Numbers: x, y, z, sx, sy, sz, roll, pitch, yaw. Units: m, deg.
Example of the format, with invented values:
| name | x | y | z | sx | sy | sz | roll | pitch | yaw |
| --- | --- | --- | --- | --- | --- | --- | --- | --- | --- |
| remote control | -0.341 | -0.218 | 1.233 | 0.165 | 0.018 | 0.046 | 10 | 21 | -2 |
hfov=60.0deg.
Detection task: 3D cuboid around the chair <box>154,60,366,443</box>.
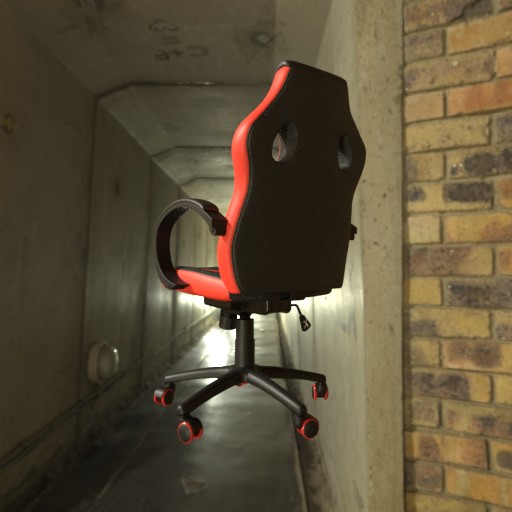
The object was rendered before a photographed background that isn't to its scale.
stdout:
| name | x | y | z | sx | sy | sz | roll | pitch | yaw |
| --- | --- | --- | --- | --- | --- | --- | --- | --- | --- |
| chair | 0.000 | 0.000 | 1.428 | 0.600 | 1.016 | 0.642 | 0 | 0 | -36 |
